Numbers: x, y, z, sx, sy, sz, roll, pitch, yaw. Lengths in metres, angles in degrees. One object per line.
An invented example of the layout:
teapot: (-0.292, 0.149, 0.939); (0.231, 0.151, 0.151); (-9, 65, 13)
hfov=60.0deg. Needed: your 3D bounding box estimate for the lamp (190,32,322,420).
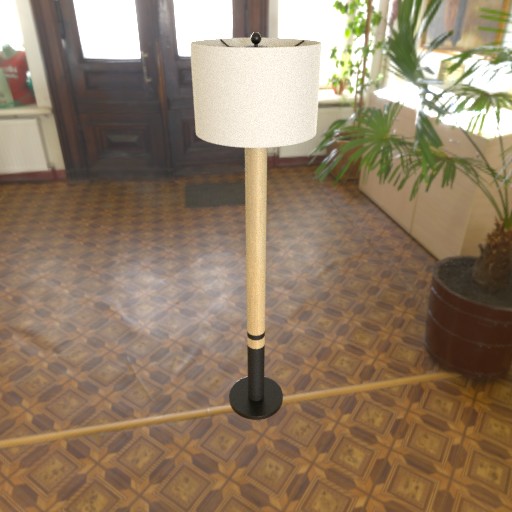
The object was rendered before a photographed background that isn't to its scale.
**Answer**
lamp: (0.000, 0.000, 1.639); (0.381, 1.478, 0.381); (18, 34, 28)
